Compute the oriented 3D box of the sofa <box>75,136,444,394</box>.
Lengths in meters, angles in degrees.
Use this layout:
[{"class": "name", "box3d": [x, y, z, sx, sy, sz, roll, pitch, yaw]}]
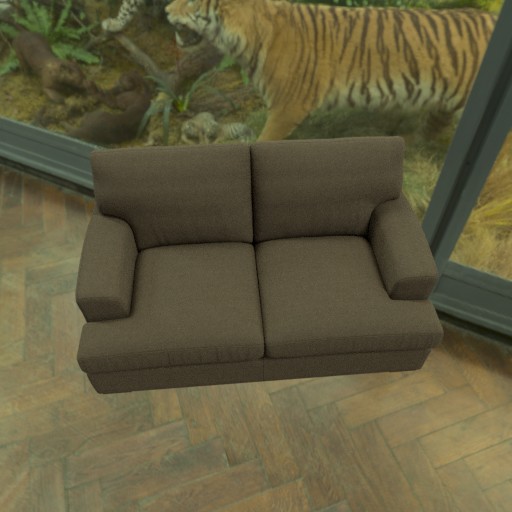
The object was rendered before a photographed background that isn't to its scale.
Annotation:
[{"class": "sofa", "box3d": [0.000, 0.000, 2.480, 1.869, 0.950, 1.140, -3, 47, -3]}]
